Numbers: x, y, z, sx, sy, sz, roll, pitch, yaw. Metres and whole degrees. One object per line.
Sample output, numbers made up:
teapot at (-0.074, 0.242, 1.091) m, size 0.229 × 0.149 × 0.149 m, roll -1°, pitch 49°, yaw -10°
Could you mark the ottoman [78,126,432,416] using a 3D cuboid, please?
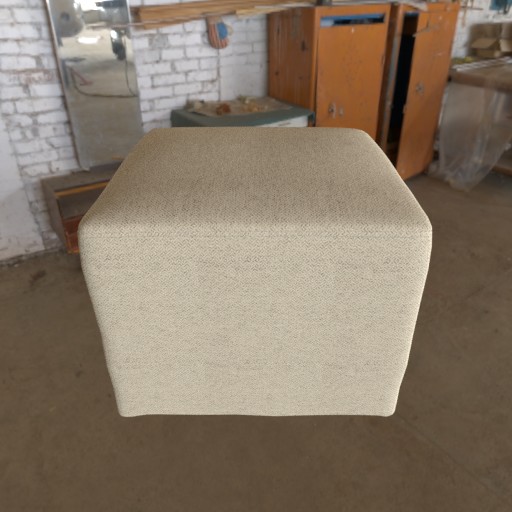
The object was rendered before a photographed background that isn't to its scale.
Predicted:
ottoman at (0.000, 0.000, 0.927) m, size 0.521 × 0.453 × 0.512 m, roll 0°, pitch 32°, yaw 0°
